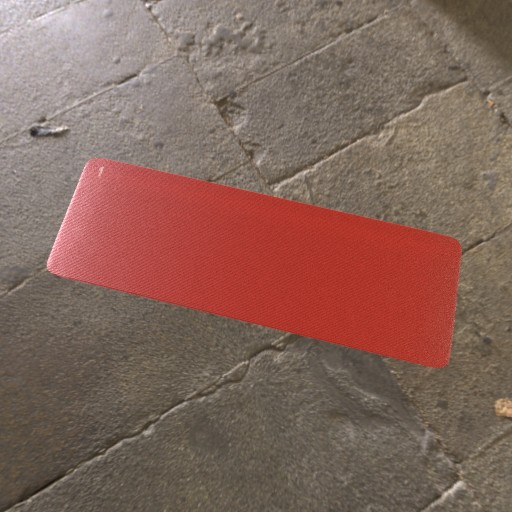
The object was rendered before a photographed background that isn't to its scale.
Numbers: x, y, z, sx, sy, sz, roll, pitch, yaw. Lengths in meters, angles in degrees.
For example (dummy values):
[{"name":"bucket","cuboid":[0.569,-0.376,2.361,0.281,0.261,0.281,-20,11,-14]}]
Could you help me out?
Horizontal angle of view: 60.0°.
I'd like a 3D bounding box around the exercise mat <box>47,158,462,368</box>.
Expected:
[{"name":"exercise mat","cuboid":[0.000,0.000,2.067,1.869,0.021,0.616,13,75,4]}]
